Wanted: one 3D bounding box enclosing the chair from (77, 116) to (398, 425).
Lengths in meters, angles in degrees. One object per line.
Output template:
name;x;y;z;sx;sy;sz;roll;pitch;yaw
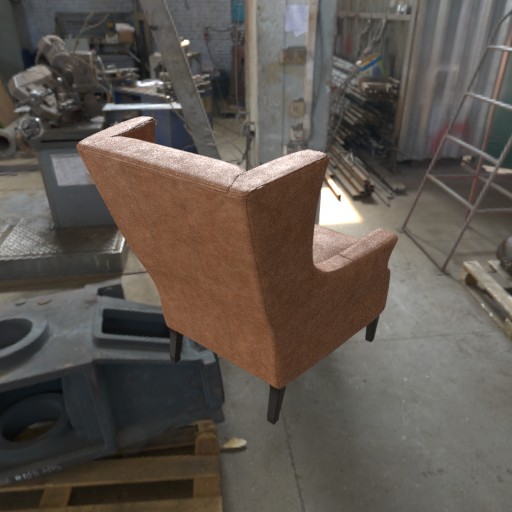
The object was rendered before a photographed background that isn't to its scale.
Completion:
chair;0.000;0.000;1.702;0.853;1.016;0.926;21;36;32
